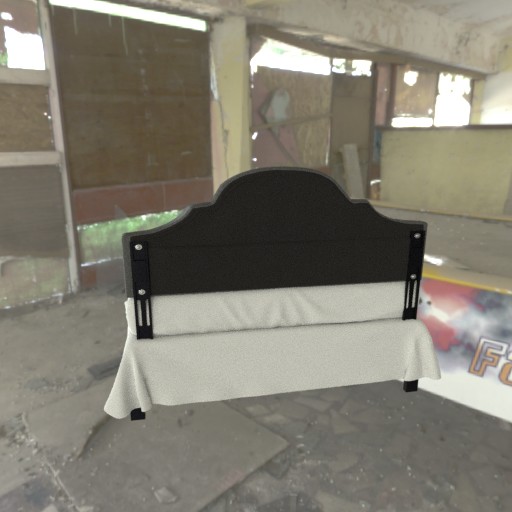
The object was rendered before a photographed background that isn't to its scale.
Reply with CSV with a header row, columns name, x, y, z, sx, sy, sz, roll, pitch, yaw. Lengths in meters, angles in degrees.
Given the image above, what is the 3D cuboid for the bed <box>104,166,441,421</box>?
name,x,y,z,sx,sy,sz,roll,pitch,yaw
bed,0.000,0.000,3.793,2.303,1.631,2.222,-3,16,-9
